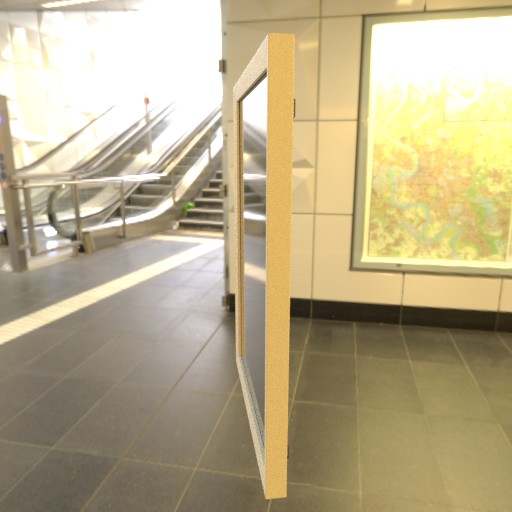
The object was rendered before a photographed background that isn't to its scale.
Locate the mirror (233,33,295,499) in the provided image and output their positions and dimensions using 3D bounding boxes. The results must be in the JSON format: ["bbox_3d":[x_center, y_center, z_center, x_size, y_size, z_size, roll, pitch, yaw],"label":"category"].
[{"bbox_3d":[0.000,0.000,0.901,0.040,0.710,0.507,-2,13,-8],"label":"mirror"}]
